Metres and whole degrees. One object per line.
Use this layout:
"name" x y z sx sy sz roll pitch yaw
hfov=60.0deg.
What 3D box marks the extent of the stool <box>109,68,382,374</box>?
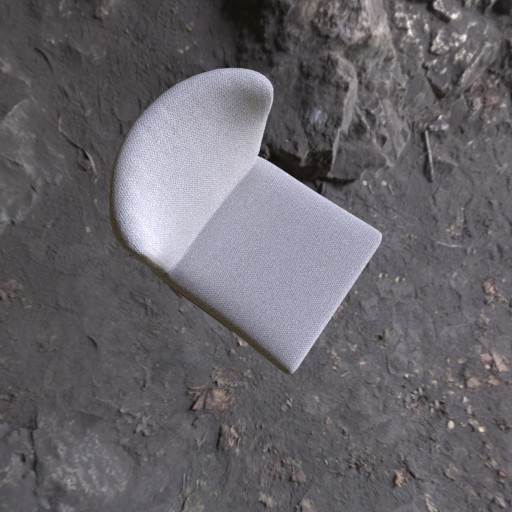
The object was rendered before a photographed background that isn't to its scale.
"stool" 0.000 0.000 1.362 0.568 1.069 0.481 34 78 8
